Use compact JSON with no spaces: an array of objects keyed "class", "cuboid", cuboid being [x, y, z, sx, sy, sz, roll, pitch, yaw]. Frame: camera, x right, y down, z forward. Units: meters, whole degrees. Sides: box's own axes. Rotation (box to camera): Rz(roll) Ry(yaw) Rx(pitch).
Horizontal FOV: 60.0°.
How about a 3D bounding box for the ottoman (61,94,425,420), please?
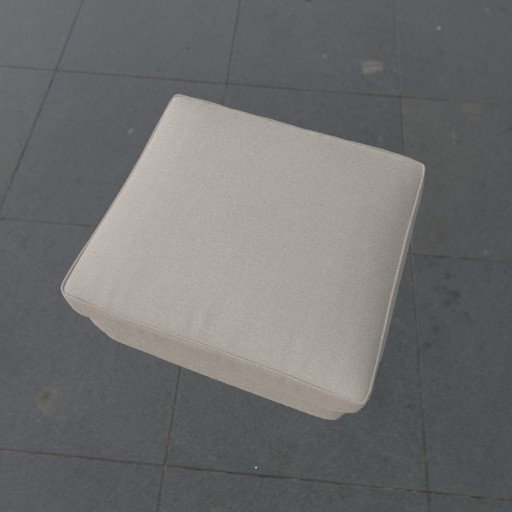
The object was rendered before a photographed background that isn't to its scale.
[{"class":"ottoman","cuboid":[0.000,0.000,1.201,0.716,0.505,0.662,18,66,9]}]
